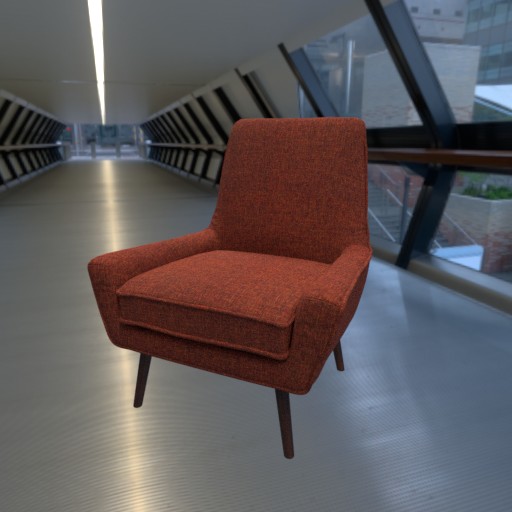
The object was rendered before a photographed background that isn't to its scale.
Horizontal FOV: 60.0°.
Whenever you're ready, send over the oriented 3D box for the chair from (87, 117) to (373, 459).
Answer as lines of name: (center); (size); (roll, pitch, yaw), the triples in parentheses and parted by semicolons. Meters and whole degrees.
chair: (0.000, 0.000, 1.497); (0.803, 0.911, 0.784); (7, 17, 25)
